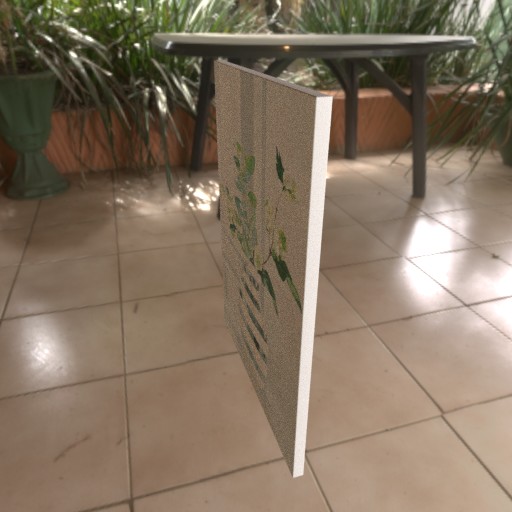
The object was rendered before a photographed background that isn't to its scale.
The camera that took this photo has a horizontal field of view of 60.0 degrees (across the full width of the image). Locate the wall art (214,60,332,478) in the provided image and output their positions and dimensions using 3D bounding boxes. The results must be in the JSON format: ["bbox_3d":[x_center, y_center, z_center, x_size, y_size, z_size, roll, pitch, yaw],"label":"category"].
[{"bbox_3d":[0.000,0.000,1.581,0.038,1.212,0.914,-9,29,-16],"label":"wall art"}]
